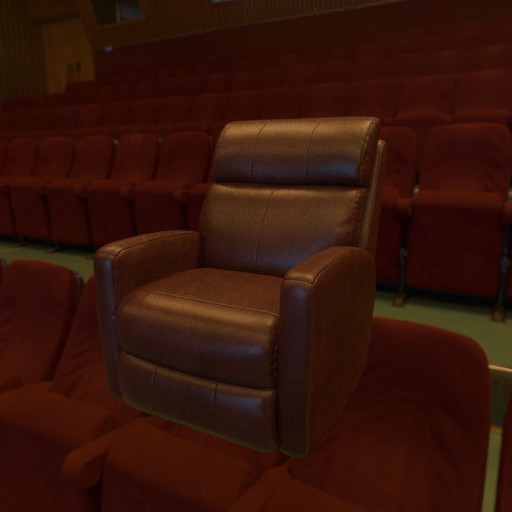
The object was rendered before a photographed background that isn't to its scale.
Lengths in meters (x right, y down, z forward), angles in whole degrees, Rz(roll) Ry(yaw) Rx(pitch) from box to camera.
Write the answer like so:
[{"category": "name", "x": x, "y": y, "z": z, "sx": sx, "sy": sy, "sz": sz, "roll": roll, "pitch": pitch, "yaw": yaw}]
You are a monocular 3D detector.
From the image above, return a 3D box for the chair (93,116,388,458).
[{"category": "chair", "x": 0.000, "y": 0.000, "z": 1.633, "sx": 0.787, "sy": 1.016, "sz": 0.939, "roll": 7, "pitch": 15, "yaw": 27}]
